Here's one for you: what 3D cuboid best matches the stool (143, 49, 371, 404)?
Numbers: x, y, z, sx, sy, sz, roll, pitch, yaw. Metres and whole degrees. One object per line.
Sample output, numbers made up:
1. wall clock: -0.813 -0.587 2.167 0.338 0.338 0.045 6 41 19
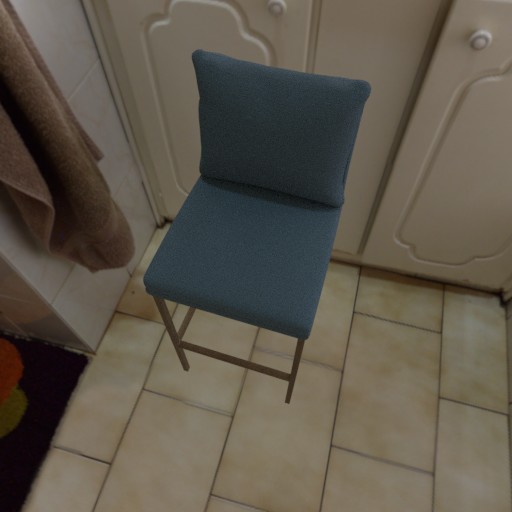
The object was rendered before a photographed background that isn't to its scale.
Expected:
1. stool: 0.000 0.000 1.426 0.463 1.124 0.568 15 59 9
